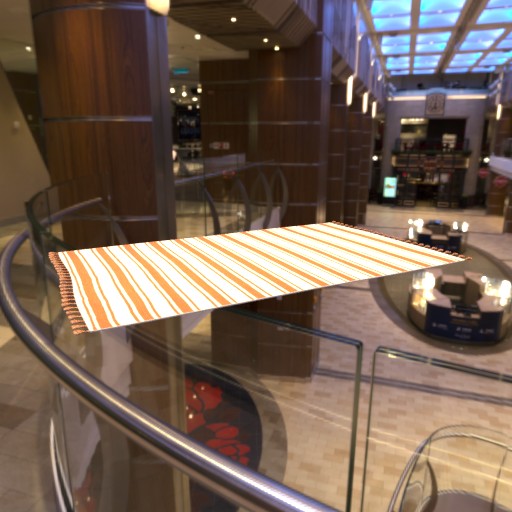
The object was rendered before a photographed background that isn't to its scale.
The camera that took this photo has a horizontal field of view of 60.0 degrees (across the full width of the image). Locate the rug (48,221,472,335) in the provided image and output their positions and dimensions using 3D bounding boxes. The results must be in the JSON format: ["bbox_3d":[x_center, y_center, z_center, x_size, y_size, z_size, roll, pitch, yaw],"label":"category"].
[{"bbox_3d":[0.000,0.000,2.513,2.092,0.017,1.232,-8,17,-27],"label":"rug"}]
